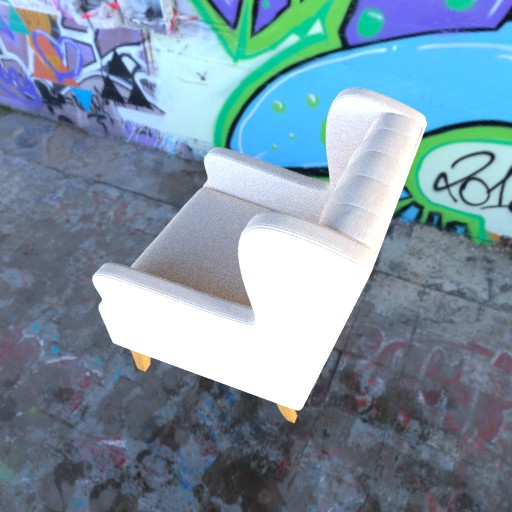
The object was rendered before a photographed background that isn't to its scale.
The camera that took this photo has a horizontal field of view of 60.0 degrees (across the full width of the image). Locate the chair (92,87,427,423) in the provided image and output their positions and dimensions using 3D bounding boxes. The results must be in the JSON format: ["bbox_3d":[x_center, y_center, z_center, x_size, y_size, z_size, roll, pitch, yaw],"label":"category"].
[{"bbox_3d":[0.000,0.000,1.438,0.760,0.930,0.710,18,49,17],"label":"chair"}]
